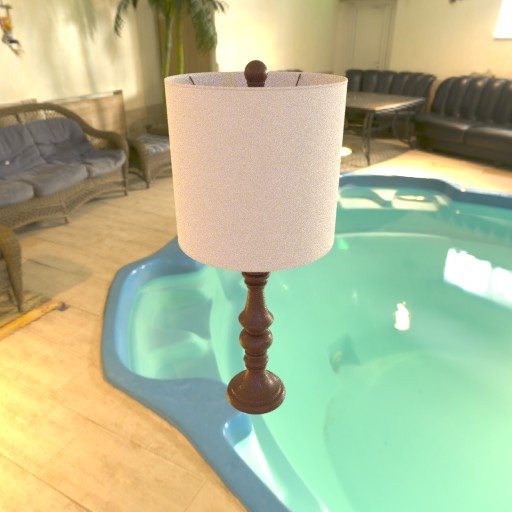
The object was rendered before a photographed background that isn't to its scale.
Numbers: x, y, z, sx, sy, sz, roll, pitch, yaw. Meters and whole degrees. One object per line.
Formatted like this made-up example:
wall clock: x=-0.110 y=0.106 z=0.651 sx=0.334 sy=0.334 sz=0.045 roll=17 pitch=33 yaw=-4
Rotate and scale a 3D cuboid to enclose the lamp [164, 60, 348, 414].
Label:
lamp: x=0.000 y=0.000 z=0.737 sx=0.250 sy=0.597 sz=0.250 roll=17 pitch=31 yaw=30
